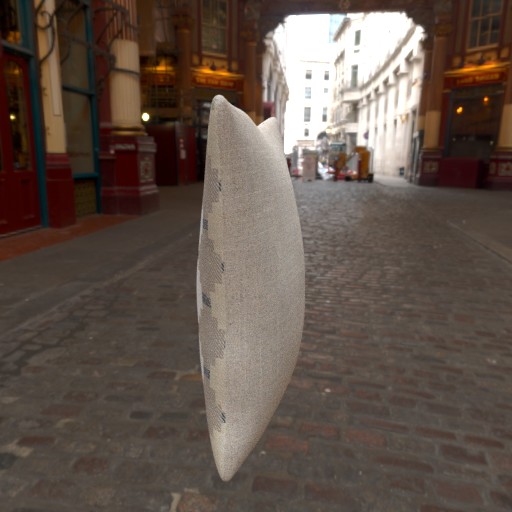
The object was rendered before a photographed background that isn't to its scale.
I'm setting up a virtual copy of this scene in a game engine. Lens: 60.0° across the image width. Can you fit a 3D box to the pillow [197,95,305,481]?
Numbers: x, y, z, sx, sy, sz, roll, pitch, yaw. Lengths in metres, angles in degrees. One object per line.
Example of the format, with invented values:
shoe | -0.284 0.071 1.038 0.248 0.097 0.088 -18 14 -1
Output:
pillow | 0.000 0.000 0.865 0.192 0.558 0.578 2 13 9
